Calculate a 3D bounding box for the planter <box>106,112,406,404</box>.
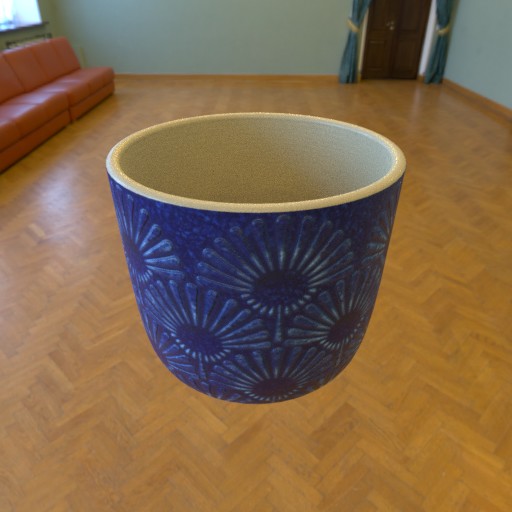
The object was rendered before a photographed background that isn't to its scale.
[{"bbox_3d":[0.000,0.000,0.217,0.124,0.109,0.124,0,31,0],"label":"planter"}]
